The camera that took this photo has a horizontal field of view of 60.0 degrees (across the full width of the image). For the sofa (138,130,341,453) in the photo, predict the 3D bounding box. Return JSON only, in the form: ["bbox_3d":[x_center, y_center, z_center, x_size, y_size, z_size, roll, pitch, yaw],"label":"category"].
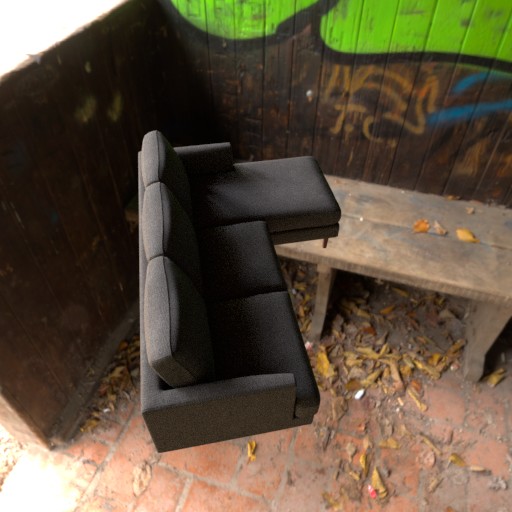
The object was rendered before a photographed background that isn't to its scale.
[{"bbox_3d":[0.000,0.000,3.048,1.504,0.956,2.233,-8,46,-7],"label":"sofa"}]
